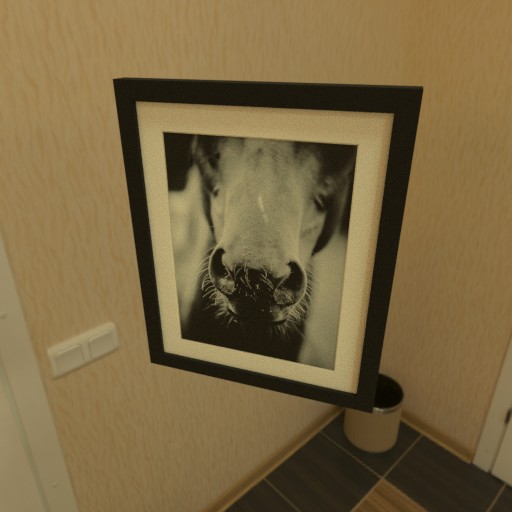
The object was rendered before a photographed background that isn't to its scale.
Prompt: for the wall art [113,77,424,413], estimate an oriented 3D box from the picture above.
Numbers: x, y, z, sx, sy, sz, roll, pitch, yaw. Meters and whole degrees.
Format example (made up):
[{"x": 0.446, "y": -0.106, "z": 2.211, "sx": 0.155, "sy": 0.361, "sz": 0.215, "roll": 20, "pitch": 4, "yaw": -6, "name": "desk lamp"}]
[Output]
[{"x": 0.000, "y": 0.000, "z": 0.763, "sx": 0.457, "sy": 0.559, "sz": 0.033, "roll": 8, "pitch": 28, "yaw": 16, "name": "wall art"}]
